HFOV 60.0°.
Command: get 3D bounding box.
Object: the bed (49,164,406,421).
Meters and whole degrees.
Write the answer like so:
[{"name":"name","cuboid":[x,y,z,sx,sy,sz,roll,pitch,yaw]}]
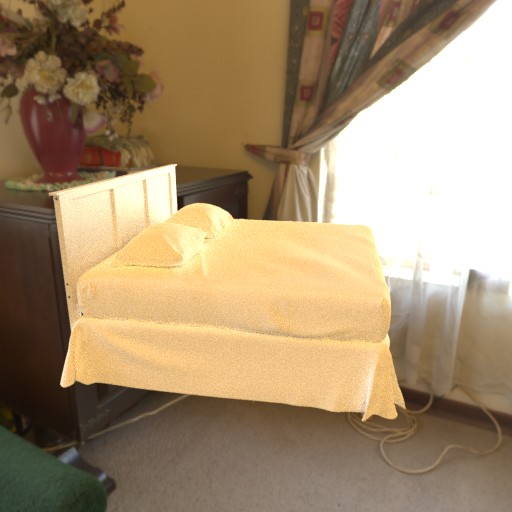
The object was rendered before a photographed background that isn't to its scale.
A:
[{"name":"bed","cuboid":[0.000,0.000,3.621,2.215,1.273,2.317,3,17,11]}]
